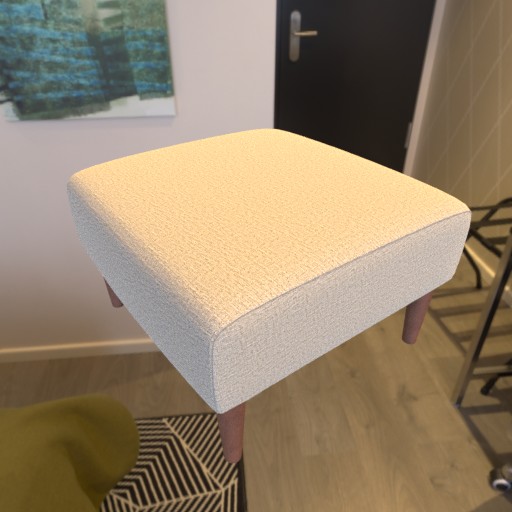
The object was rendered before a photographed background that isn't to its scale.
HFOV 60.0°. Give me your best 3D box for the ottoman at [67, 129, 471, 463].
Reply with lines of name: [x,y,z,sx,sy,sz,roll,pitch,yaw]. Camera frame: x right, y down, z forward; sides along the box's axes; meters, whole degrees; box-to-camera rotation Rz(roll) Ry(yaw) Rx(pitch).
ottoman: [0.000,0.000,1.030,0.649,0.398,0.650,-22,39,-30]
